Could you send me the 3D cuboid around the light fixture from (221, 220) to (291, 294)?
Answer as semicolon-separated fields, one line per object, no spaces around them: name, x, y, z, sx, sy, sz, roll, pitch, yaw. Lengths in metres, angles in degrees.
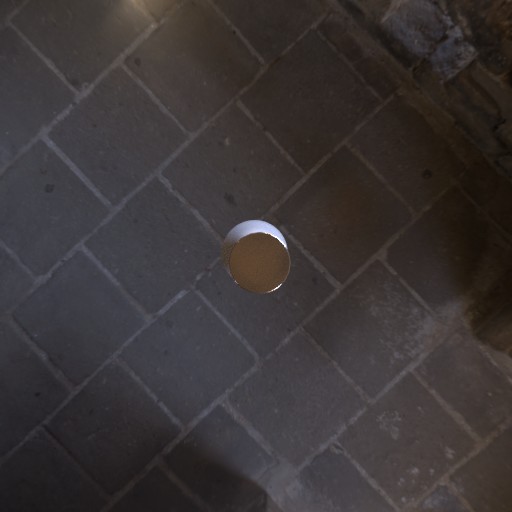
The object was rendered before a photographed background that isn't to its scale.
light fixture;0.000;0.000;1.495;0.324;1.354;0.324;0;91;-1
